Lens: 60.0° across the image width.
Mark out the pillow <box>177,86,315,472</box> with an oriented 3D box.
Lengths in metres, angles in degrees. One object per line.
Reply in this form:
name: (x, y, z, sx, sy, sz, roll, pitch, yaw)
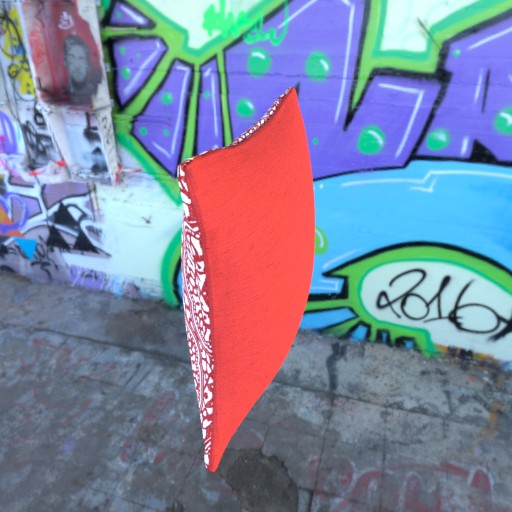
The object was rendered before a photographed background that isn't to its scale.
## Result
pillow: (0.000, 0.000, 0.661, 0.162, 0.419, 0.438, 8, 31, 14)
